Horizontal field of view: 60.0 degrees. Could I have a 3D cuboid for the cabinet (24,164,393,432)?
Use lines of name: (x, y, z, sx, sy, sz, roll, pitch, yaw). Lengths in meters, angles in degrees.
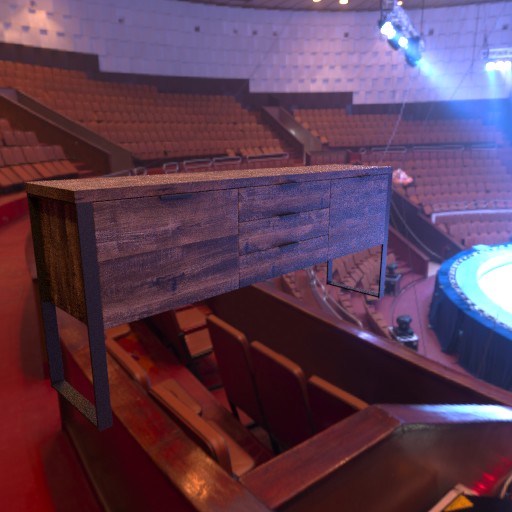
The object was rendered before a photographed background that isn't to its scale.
cabinet: (0.000, 0.000, 2.057, 0.395, 0.762, 1.800, 14, 20, 43)
